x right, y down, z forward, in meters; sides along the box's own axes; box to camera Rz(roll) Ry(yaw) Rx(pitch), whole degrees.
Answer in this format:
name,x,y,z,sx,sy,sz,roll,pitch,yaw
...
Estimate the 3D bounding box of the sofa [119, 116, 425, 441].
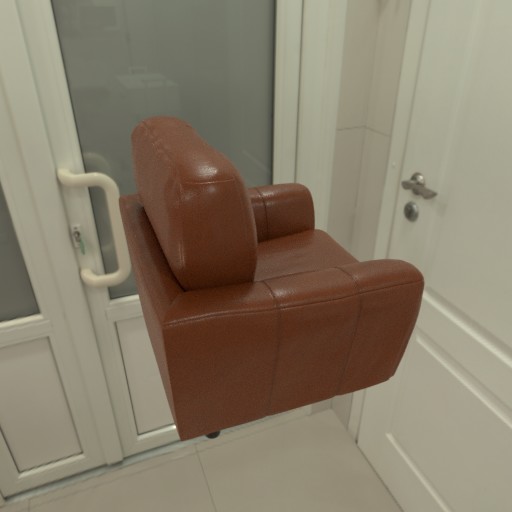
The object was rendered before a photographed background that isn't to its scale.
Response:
name,x,y,z,sx,sy,sz,roll,pitch,yaw
sofa,0.000,0.000,1.491,0.789,0.876,0.836,-11,32,-19
